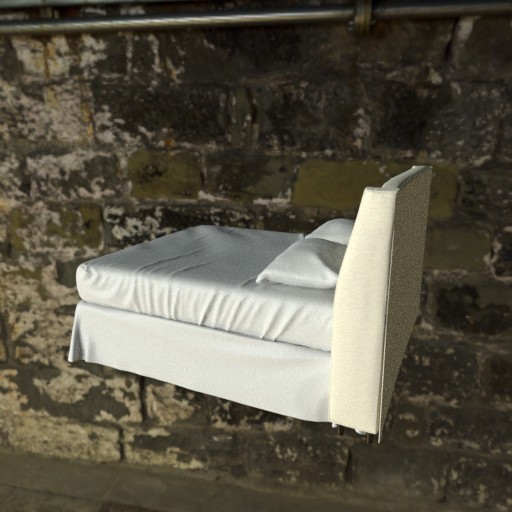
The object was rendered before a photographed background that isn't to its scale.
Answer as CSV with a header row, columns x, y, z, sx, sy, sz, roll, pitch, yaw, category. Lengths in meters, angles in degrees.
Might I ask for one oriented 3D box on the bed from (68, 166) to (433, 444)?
x,y,z,sx,sy,sz,roll,pitch,yaw,category
0.000,0.000,3.366,2.276,1.332,1.925,7,16,24,bed
